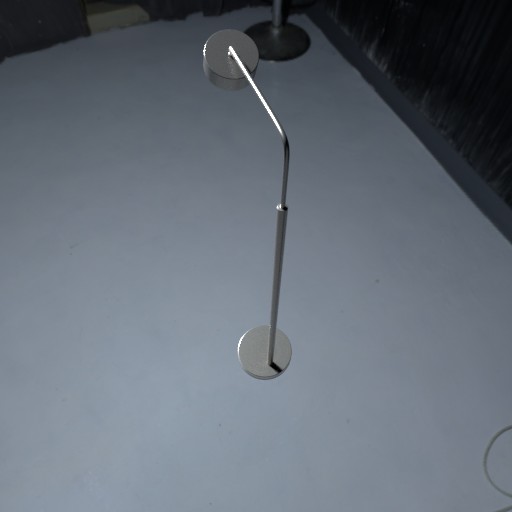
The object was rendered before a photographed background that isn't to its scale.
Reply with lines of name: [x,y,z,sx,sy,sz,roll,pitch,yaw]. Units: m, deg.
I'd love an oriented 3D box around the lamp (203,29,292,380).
lamp: [0.000,0.000,1.385,0.222,1.250,0.421,-18,60,-11]
